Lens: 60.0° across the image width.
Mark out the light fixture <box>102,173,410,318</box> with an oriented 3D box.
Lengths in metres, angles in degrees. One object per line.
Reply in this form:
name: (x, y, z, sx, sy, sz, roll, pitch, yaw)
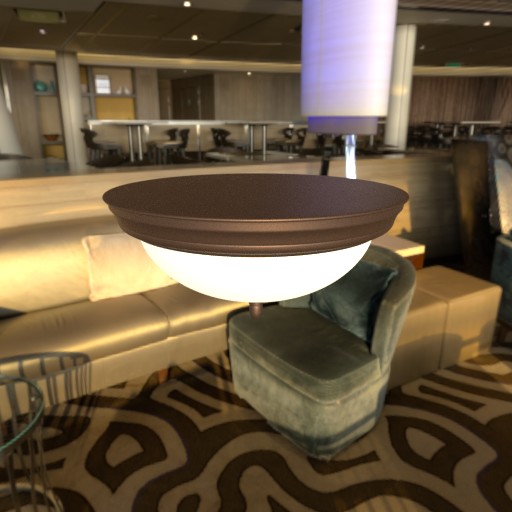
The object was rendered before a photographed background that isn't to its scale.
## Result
light fixture: (0.000, 0.000, 0.444, 0.280, 0.135, 0.280, 0, 17, 0)
